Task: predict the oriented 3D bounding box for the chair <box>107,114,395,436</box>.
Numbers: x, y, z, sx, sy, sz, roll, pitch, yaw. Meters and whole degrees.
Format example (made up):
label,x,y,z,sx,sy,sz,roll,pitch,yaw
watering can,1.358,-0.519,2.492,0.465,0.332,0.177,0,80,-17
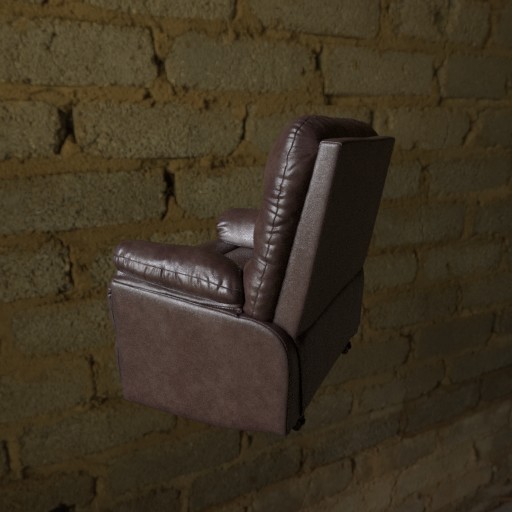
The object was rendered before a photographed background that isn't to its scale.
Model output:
label,x,y,z,sx,sy,sz,roll,pitch,yaw
chair,0.000,0.000,1.750,0.879,1.041,0.940,8,17,25
